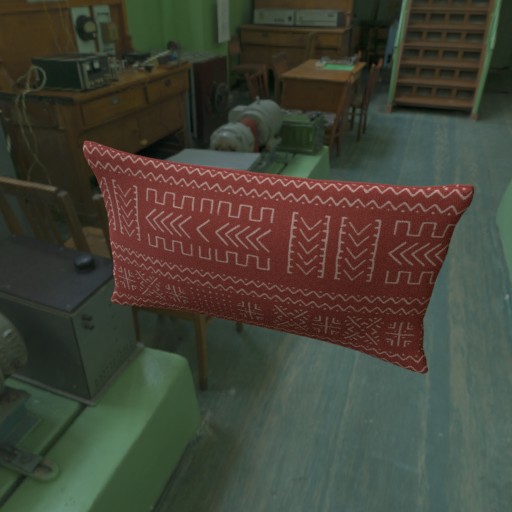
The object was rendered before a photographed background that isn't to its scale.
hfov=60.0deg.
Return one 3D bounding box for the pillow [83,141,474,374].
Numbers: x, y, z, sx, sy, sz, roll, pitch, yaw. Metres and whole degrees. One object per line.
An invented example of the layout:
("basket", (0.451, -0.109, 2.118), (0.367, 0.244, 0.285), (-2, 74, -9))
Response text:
("pillow", (0.000, 0.000, 0.779), (0.640, 0.352, 0.130), (10, 33, 15))
